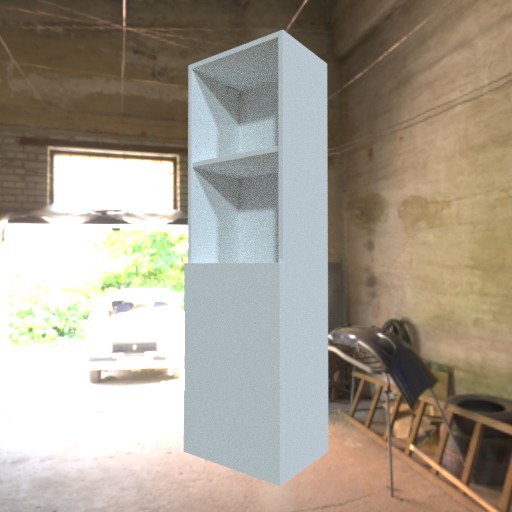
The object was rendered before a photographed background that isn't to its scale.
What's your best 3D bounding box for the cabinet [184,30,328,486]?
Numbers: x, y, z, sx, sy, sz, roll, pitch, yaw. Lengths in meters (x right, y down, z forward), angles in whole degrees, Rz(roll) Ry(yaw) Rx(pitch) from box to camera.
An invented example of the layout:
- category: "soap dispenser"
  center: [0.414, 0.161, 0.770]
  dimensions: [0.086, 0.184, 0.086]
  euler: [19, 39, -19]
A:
- category: "cabinet"
  center: [0.000, 0.000, 1.542]
  dimensions: [0.400, 1.350, 0.300]
  euler: [-1, -1, 37]
